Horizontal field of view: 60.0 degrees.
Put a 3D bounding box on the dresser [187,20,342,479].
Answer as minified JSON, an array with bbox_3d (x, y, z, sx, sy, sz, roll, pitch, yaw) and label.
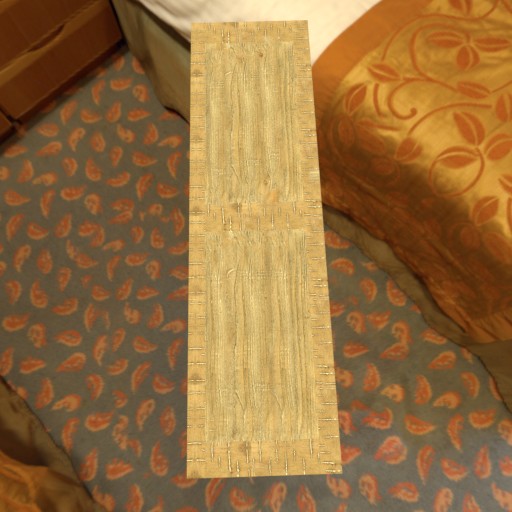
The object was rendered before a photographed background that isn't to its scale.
[{"bbox_3d":[0.000,0.000,2.008,0.457,1.016,1.626,-2,74,0],"label":"dresser"}]
